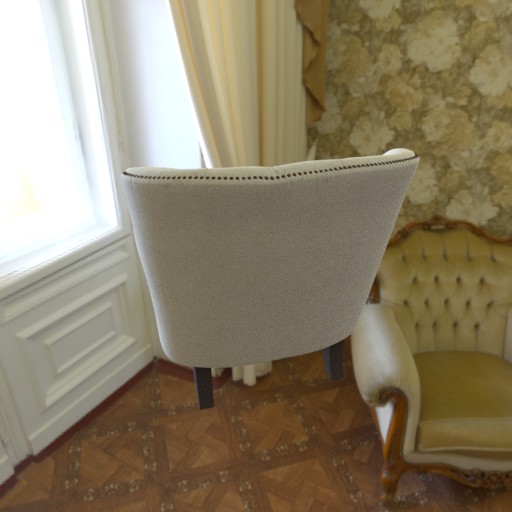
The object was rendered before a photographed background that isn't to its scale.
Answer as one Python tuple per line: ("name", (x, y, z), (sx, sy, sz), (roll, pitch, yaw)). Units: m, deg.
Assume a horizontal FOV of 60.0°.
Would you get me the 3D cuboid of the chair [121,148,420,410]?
("chair", (0.000, 0.000, 1.582), (0.848, 0.868, 0.906), (-8, 27, -15))
